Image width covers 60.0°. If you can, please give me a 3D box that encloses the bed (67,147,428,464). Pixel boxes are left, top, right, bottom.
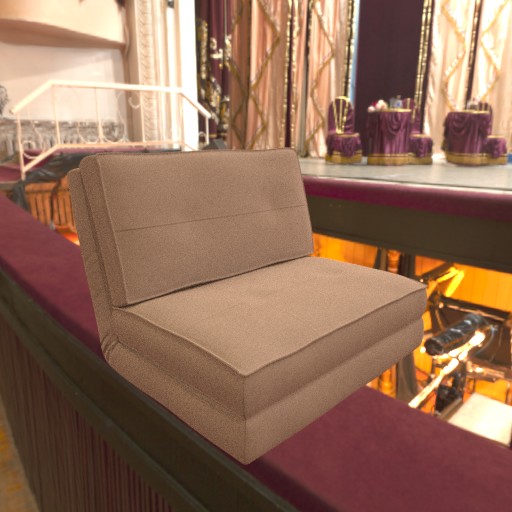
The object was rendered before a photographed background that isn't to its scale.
[{"bbox_3d":[0.000,0.000,1.312,0.799,0.614,0.749,-14,20,-43],"label":"bed"}]
